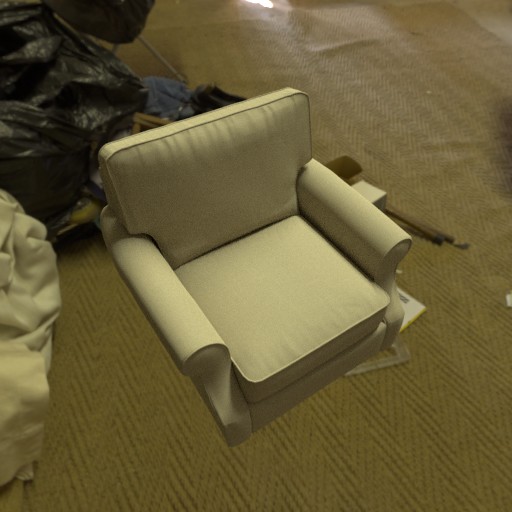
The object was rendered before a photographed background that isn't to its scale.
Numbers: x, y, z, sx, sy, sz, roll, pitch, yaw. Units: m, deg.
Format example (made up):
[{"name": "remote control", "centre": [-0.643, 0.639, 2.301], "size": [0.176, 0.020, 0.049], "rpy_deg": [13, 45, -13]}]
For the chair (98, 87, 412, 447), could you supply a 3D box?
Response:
[{"name": "chair", "centre": [0.000, 0.000, 1.798], "size": [1.029, 0.967, 0.966], "rpy_deg": [-25, 52, -22]}]
